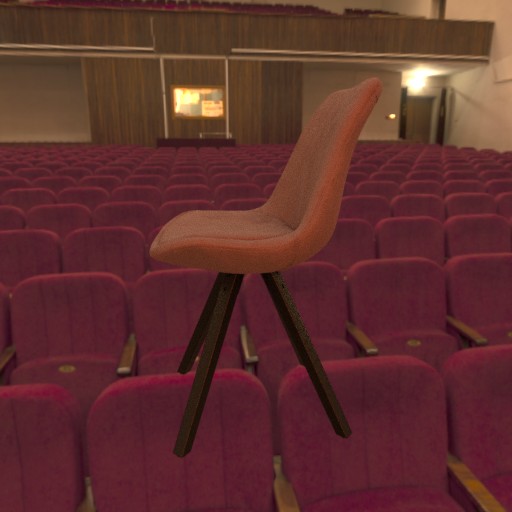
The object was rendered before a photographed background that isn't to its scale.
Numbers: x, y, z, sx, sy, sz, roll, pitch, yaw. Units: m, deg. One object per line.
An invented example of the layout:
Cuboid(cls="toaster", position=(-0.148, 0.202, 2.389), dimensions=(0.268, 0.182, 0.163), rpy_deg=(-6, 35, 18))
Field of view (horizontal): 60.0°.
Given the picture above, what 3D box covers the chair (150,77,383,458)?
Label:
Cuboid(cls="chair", position=(0.000, 0.000, 1.179), dimensions=(0.547, 0.865, 0.483), rpy_deg=(-2, 14, -8))
